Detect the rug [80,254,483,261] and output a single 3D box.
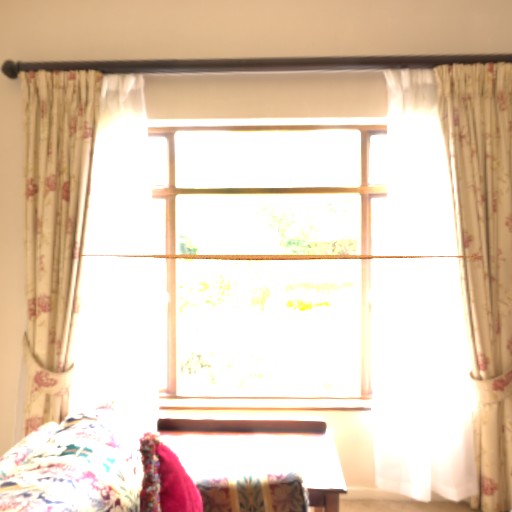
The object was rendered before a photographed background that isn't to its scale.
[{"bbox_3d":[0.000,0.000,4.327,2.438,0.012,3.200,0,1,-37],"label":"rug"}]
